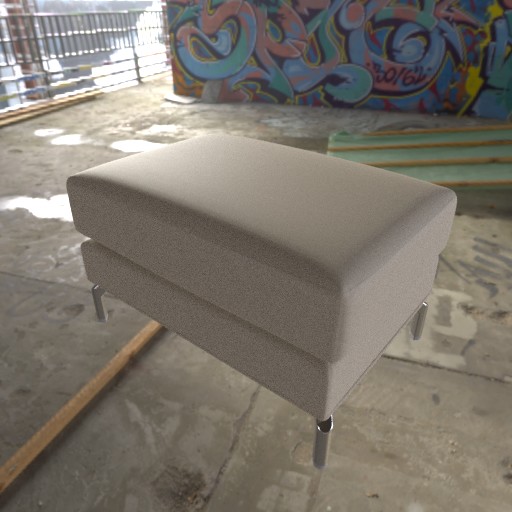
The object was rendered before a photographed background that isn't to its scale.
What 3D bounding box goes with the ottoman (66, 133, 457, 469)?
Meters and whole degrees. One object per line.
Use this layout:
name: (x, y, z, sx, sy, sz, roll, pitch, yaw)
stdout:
ottoman: (0.000, 0.000, 1.211, 0.835, 0.497, 0.581, 22, 37, 33)
